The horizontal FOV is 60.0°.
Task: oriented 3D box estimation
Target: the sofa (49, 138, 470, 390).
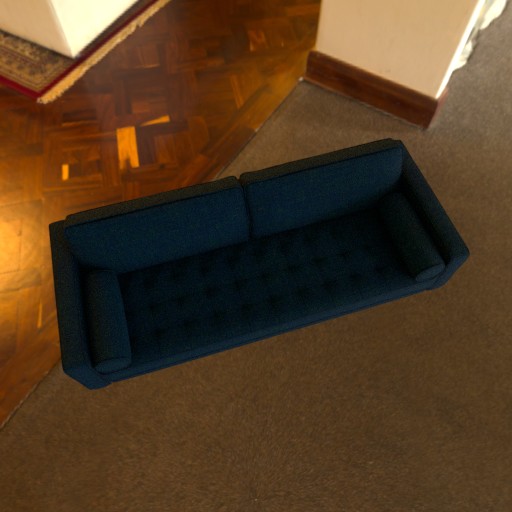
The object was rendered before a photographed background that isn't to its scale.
[{"bbox_3d":[0.000,0.000,2.630,2.210,0.762,0.914,-15,62,-8],"label":"sofa"}]
